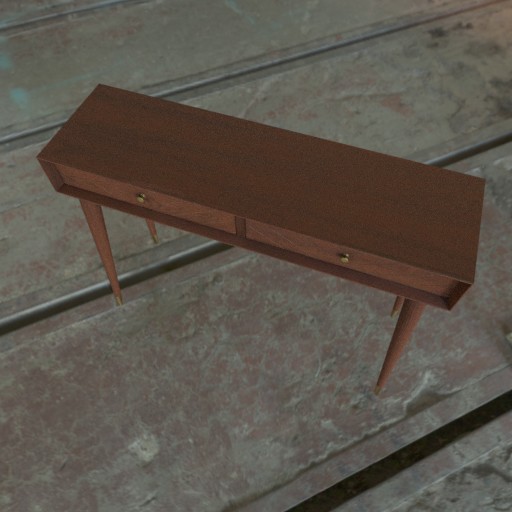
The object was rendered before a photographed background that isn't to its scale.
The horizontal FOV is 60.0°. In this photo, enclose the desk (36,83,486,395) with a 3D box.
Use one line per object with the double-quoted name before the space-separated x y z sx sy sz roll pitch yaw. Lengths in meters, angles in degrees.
"desk" 0.000 0.000 1.615 1.204 0.917 0.384 17 59 10
